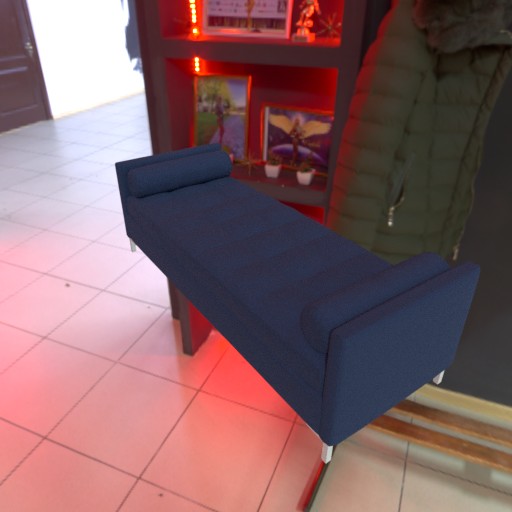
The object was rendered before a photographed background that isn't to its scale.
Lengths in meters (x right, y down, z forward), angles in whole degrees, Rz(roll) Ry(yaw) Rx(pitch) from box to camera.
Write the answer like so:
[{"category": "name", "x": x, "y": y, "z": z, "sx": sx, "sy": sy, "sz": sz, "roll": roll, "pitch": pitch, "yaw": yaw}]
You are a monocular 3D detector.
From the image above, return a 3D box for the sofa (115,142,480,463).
[{"category": "sofa", "x": 0.000, "y": 0.000, "z": 2.476, "sx": 0.797, "sy": 0.657, "sz": 2.102, "roll": -20, "pitch": 36, "yaw": -30}]
